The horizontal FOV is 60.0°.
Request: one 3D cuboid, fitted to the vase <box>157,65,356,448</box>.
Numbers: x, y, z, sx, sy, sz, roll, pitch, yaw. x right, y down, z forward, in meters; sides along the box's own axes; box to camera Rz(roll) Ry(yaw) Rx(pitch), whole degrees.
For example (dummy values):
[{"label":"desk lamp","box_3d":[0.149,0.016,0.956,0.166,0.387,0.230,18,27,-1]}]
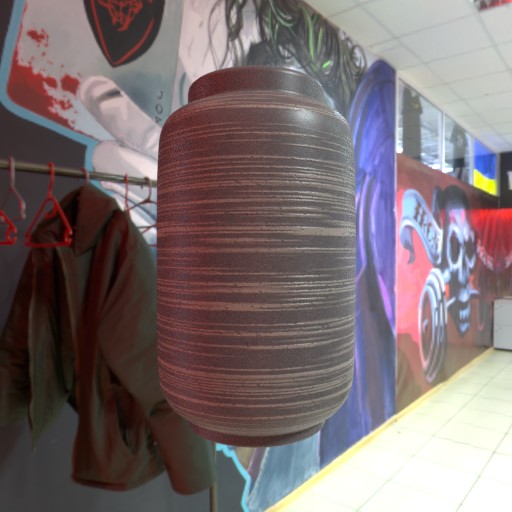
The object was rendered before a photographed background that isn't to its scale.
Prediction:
[{"label":"vase","box_3d":[0.000,0.000,0.676,0.297,0.499,0.297,0,1,0]}]
